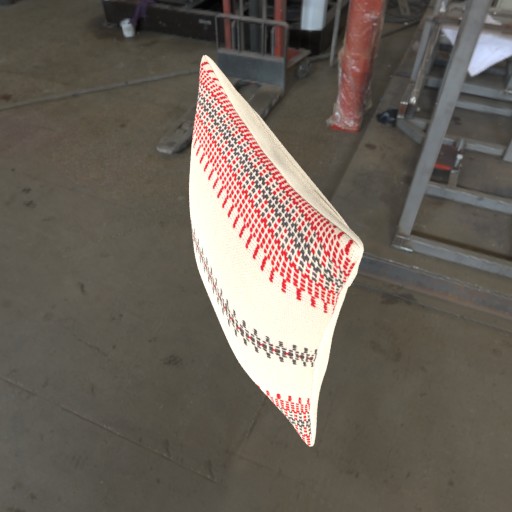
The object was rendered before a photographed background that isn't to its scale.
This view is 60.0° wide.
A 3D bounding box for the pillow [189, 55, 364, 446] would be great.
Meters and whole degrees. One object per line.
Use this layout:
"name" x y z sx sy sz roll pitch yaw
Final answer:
"pillow" 0.000 0.000 0.698 0.160 0.454 0.463 -16 48 -15
